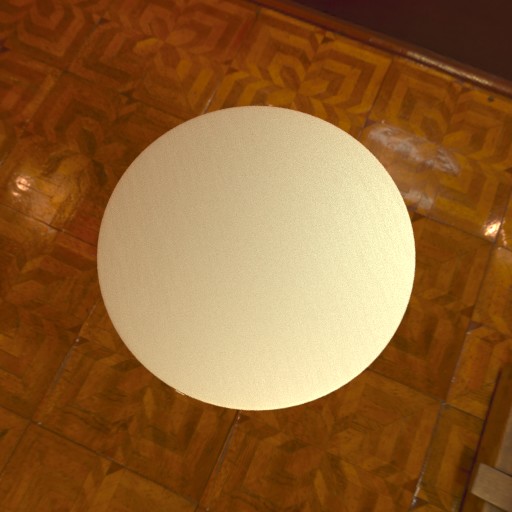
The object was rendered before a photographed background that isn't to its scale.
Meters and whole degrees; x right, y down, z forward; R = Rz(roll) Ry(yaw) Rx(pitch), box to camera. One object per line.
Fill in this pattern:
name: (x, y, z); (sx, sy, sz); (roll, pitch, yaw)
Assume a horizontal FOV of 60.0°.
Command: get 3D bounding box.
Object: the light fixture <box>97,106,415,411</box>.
light fixture: (0.000, 0.000, 0.542); (0.356, 0.102, 0.356); (0, 74, 0)
